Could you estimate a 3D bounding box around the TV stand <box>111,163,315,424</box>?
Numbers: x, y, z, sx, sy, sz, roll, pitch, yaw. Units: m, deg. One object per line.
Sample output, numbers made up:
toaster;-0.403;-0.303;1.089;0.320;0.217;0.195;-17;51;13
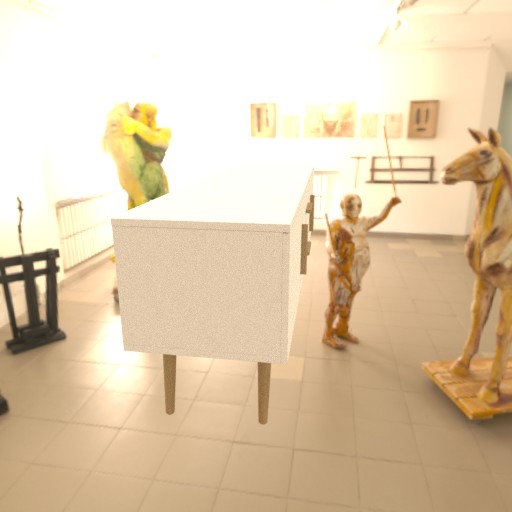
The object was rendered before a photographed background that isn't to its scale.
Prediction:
TV stand;0.000;0.000;1.650;0.401;0.560;1.398;3;17;9
